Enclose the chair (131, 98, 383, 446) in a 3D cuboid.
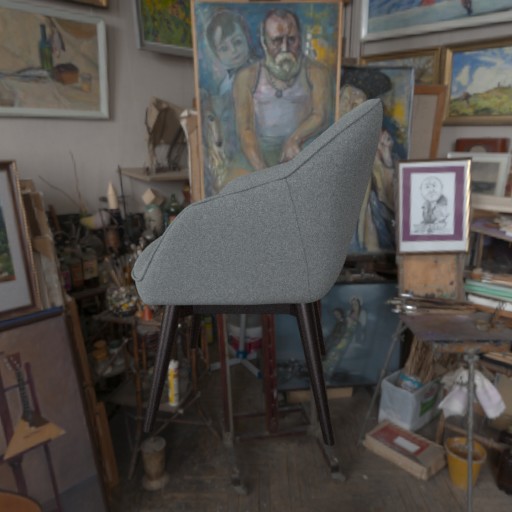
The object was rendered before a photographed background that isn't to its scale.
[{"bbox_3d":[0.000,0.000,1.223,0.611,0.810,0.589,2,15,6],"label":"chair"}]
